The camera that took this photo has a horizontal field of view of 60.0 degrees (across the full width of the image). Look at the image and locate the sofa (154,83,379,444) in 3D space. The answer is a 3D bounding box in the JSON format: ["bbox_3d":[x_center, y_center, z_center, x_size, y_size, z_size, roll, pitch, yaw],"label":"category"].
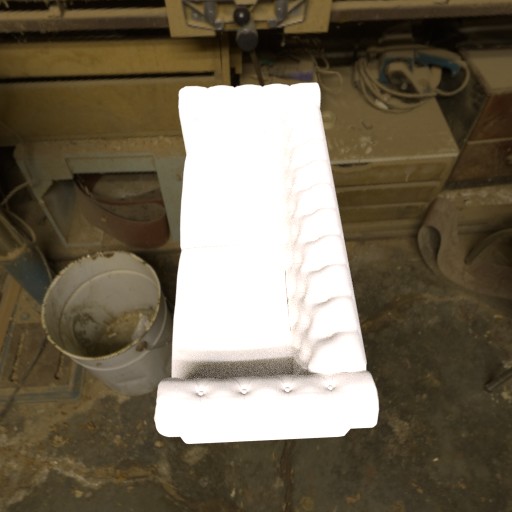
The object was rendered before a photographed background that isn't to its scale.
[{"bbox_3d":[0.000,0.000,2.250,0.771,0.796,1.798,-2,58,-1],"label":"sofa"}]
